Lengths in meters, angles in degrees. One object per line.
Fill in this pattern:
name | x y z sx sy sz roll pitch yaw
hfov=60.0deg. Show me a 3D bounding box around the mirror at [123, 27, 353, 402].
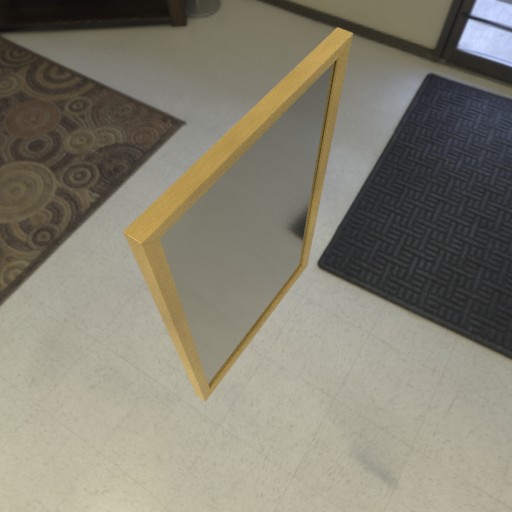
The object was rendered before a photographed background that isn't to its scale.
mirror | 0.000 0.000 1.143 0.040 0.915 0.609 31 63 18
